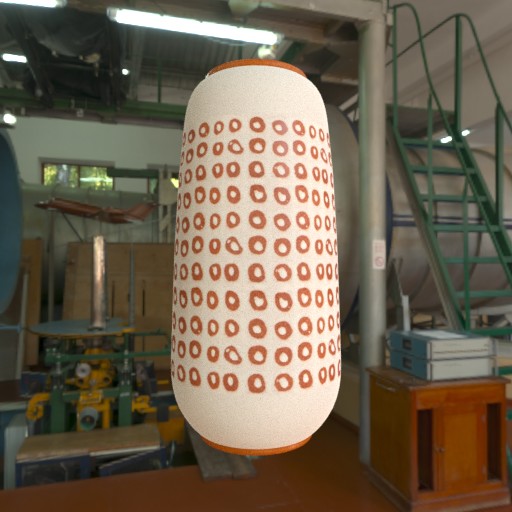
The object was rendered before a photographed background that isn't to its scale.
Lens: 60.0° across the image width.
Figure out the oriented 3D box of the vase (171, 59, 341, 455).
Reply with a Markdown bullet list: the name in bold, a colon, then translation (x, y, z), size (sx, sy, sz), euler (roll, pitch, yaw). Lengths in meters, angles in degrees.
- **vase**: translation (0.000, 0.000, 0.355), size (0.133, 0.282, 0.133), euler (0, -1, 0)
